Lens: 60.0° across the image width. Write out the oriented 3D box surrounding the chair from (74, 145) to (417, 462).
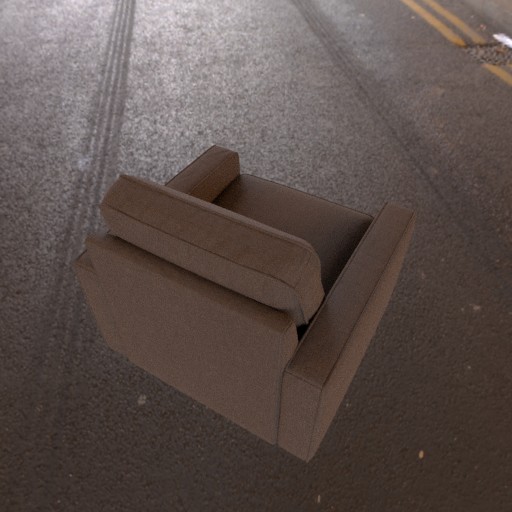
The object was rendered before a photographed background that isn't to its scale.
[{"bbox_3d":[0.000,0.000,1.761,1.017,0.919,0.940,23,50,21],"label":"chair"}]
